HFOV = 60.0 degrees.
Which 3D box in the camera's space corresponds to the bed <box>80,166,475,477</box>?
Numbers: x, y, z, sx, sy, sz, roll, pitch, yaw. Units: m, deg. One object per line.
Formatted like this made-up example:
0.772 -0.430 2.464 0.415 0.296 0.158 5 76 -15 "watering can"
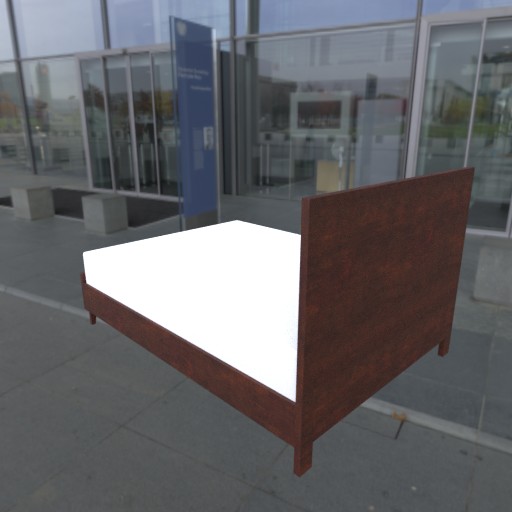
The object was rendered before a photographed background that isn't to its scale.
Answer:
0.000 0.000 3.099 1.600 1.270 2.184 -16 24 -42 "bed"
